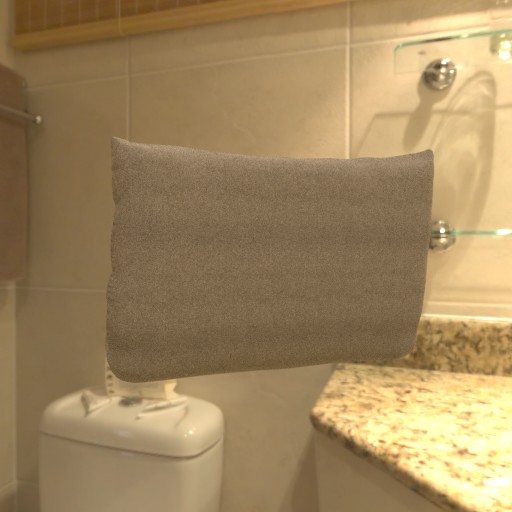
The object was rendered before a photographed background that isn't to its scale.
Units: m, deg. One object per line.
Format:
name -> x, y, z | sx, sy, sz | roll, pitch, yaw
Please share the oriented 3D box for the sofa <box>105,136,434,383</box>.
sofa -> 0.000, 0.000, 1.772 | 1.144, 0.795, 0.847 | 0, 1, -19
